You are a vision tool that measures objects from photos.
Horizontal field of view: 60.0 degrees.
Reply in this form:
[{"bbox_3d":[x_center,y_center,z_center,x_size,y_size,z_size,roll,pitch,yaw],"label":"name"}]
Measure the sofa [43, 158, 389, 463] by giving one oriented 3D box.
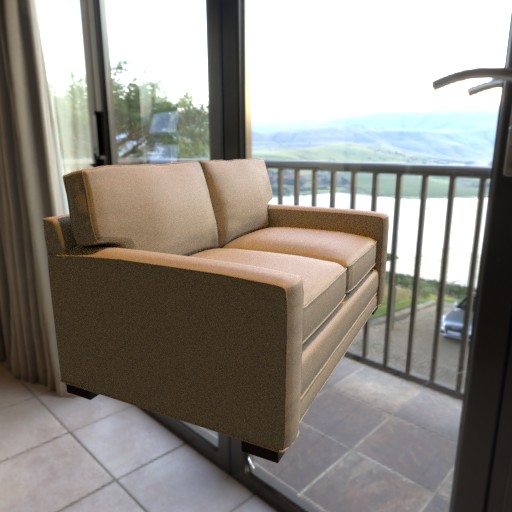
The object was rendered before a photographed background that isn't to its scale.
[{"bbox_3d":[0.000,0.000,2.037,0.942,0.853,1.484,7,15,25],"label":"sofa"}]
